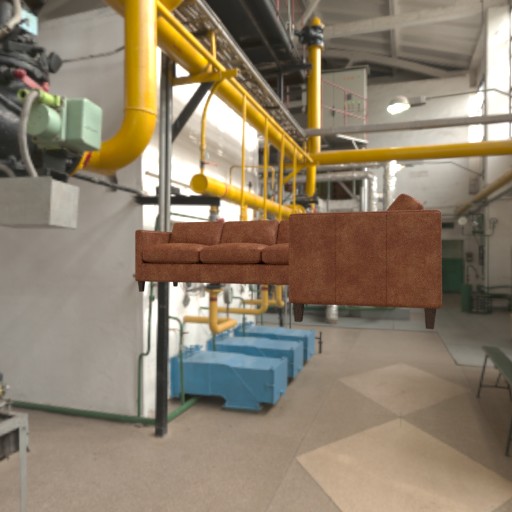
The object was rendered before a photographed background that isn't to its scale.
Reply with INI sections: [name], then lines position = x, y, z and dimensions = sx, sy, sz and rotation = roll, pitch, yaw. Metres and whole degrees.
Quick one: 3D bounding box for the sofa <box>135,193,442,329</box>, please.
[sofa]
position = 0.000, 0.000, 4.250
dimensions = 3.167, 0.838, 2.438
rotation = 0, 1, 19
